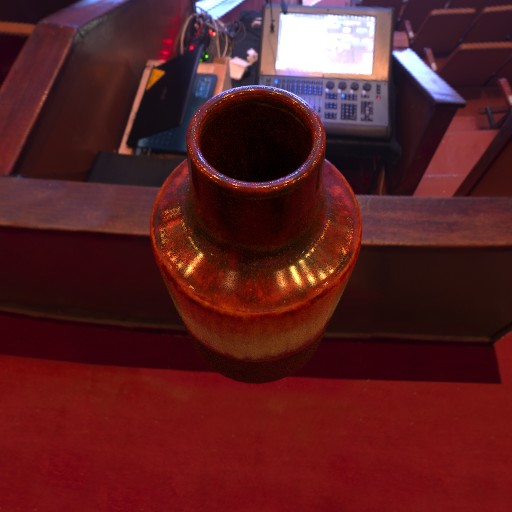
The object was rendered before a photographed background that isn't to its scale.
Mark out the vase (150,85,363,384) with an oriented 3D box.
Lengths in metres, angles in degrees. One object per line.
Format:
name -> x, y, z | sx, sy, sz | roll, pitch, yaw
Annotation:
vase -> 0.000, 0.000, 0.259 | 0.108, 0.204, 0.108 | 0, 63, 0
